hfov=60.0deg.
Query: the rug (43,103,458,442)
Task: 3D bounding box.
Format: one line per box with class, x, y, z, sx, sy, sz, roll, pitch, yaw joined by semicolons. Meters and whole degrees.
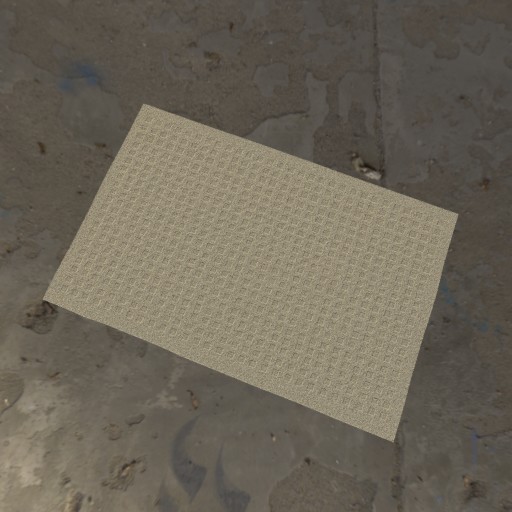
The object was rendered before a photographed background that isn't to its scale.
rug;0.000;0.000;2.172;1.747;0.006;1.143;21;76;5
